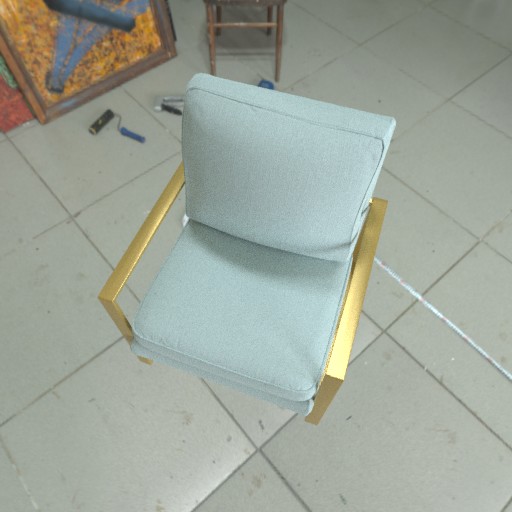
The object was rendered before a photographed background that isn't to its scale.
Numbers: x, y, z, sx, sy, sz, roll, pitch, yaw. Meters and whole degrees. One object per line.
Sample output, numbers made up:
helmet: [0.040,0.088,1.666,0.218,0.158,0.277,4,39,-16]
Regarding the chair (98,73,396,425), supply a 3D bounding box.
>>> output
chair: [0.000,0.000,1.533,0.758,0.956,0.813,17,60,10]
